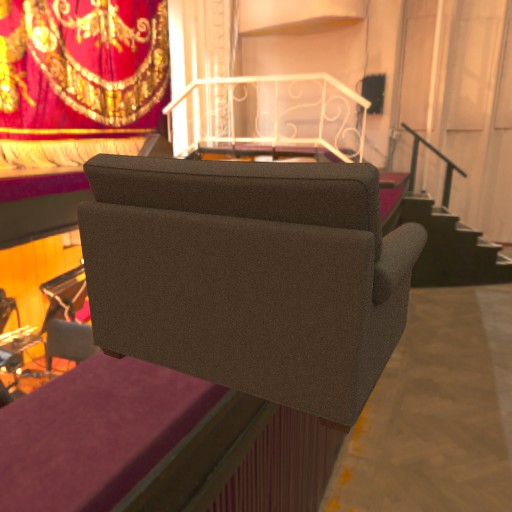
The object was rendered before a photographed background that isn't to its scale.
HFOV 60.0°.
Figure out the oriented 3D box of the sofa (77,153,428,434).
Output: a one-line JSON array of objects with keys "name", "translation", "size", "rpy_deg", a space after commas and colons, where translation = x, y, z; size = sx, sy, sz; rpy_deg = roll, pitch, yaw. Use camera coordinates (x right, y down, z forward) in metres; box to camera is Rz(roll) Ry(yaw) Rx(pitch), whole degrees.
[{"name": "sofa", "translation": [0.000, 0.000, 2.099], "size": [1.410, 0.953, 0.940], "rpy_deg": [9, 18, 28]}]
